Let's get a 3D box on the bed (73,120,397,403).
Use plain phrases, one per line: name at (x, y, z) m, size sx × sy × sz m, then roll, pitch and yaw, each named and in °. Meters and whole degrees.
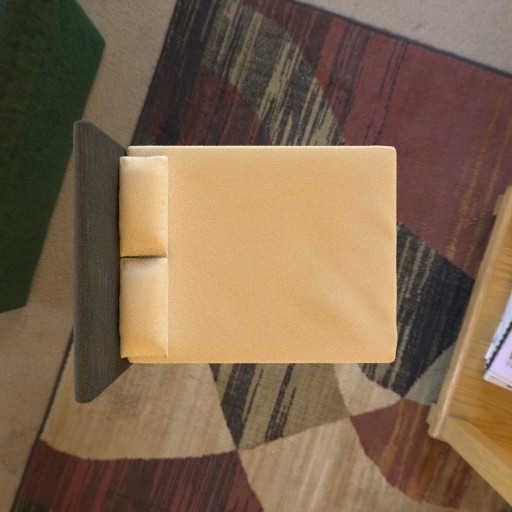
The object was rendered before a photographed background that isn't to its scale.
bed at (0.000, 0.000, 3.200) m, size 2.142 × 1.330 × 1.723 m, roll 0°, pitch 91°, yaw 0°
